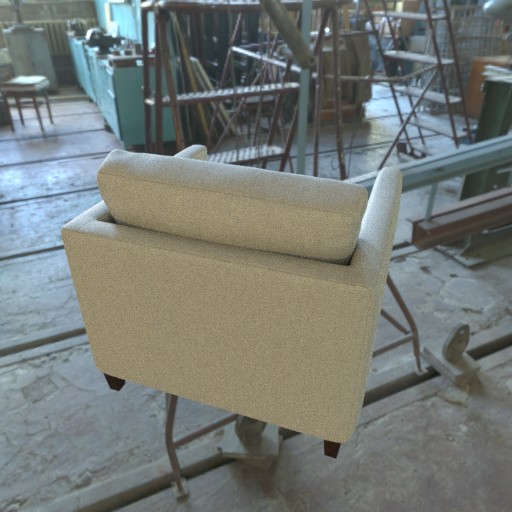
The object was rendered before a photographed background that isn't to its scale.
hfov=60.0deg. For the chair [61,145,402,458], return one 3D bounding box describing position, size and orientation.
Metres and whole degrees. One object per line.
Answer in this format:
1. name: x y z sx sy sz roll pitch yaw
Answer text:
1. chair: 0.000 0.000 1.736 0.996 0.919 0.959 11 33 17
